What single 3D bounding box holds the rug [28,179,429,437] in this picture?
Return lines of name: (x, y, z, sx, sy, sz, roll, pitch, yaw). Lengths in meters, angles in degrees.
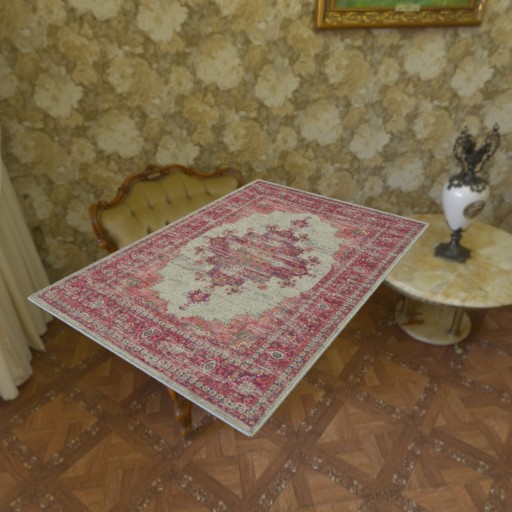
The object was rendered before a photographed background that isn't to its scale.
rug: (0.000, 0.000, 3.697, 2.005, 0.014, 2.878, 20, 36, 30)
